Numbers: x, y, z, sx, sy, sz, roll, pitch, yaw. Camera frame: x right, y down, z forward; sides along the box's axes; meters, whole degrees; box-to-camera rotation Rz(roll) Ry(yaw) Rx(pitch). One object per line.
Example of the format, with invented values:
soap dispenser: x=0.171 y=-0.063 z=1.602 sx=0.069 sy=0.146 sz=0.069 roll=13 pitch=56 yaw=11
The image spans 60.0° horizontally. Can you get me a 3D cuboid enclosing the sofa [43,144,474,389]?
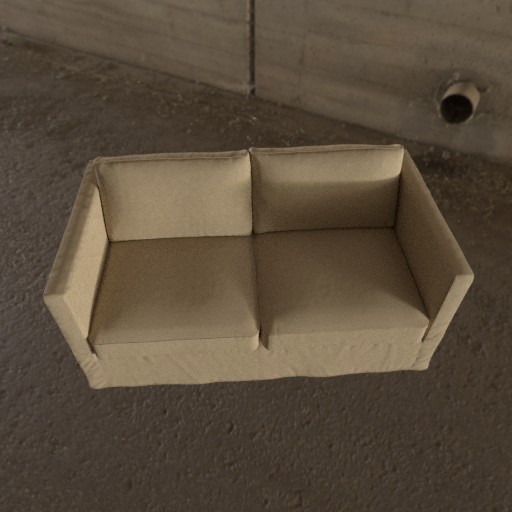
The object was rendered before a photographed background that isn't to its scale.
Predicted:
sofa: x=0.000 y=0.000 z=2.229 sx=1.719 sy=0.835 sz=0.962 roll=-3 pitch=46 yaw=-2
